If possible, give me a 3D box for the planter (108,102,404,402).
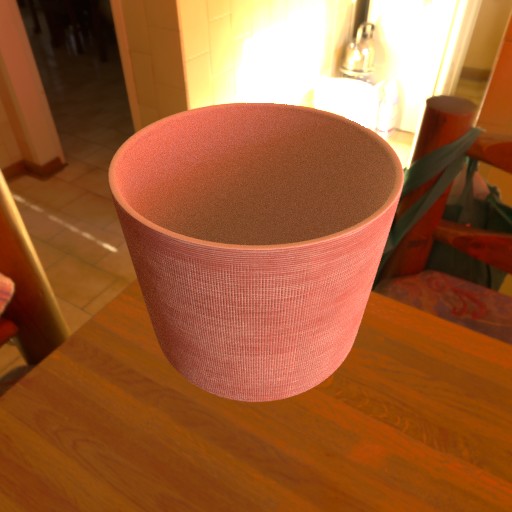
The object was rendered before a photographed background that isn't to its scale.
[{"bbox_3d":[0.000,0.000,0.808,0.440,0.398,0.440,0,41,0],"label":"planter"}]
